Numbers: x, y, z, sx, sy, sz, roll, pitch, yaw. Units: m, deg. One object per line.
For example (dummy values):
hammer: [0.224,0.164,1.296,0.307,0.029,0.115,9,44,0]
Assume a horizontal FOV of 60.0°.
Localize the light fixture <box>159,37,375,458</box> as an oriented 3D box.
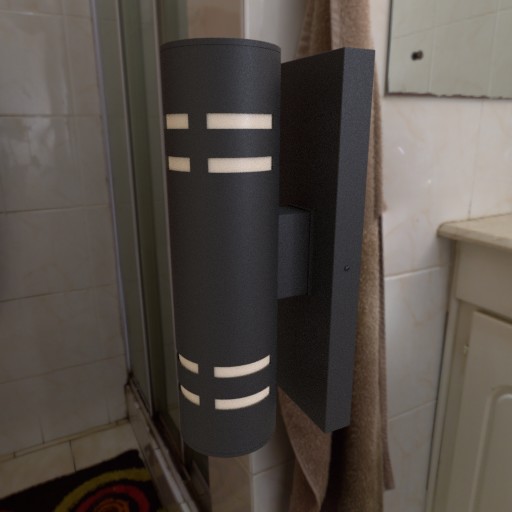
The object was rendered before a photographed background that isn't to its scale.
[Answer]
light fixture: [0.000,0.000,0.391,0.149,0.330,0.105,-8,18,-25]
